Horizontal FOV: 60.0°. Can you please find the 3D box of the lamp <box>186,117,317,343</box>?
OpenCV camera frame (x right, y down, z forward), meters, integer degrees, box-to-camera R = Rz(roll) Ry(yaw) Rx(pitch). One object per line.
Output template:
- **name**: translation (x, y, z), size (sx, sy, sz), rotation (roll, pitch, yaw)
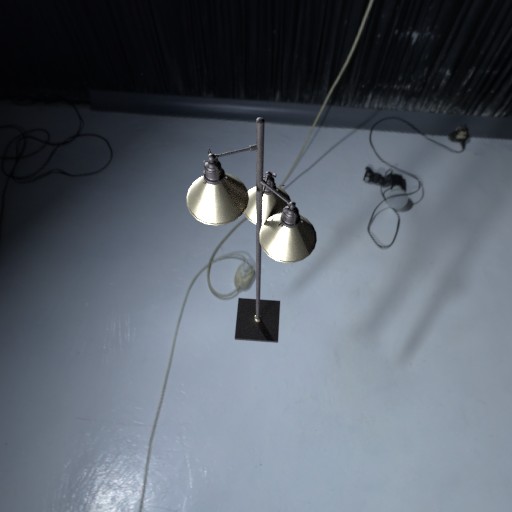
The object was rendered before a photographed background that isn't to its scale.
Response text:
- **lamp**: translation (0.000, 0.000, 1.914), size (0.428, 1.716, 0.415), rotation (3, 65, 2)
